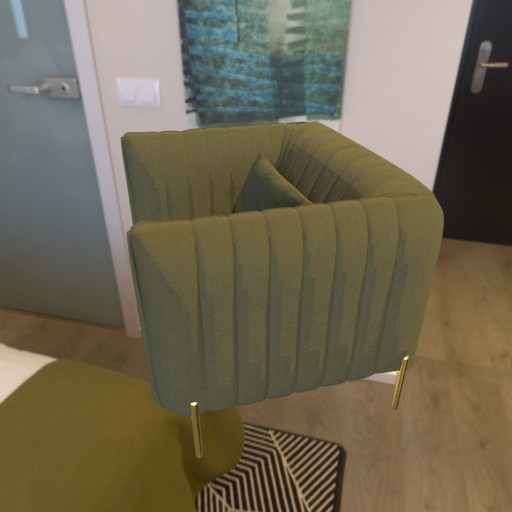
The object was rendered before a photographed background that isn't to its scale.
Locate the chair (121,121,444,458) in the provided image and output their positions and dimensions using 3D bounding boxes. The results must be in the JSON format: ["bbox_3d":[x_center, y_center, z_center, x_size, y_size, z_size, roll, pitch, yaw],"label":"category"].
[{"bbox_3d":[0.000,0.000,1.677,0.877,0.794,1.032,-8,31,-14],"label":"chair"}]
